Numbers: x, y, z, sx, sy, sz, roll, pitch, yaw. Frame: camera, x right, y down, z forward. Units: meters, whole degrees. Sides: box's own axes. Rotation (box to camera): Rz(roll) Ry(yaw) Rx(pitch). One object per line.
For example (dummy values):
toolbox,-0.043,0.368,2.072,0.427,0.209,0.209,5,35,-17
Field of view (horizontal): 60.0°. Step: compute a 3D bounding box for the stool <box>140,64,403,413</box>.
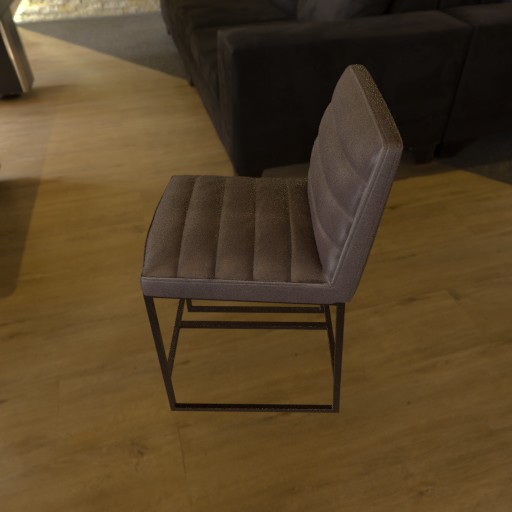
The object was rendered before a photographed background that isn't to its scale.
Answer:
stool,0.000,0.000,1.270,0.562,0.946,0.463,0,41,1
